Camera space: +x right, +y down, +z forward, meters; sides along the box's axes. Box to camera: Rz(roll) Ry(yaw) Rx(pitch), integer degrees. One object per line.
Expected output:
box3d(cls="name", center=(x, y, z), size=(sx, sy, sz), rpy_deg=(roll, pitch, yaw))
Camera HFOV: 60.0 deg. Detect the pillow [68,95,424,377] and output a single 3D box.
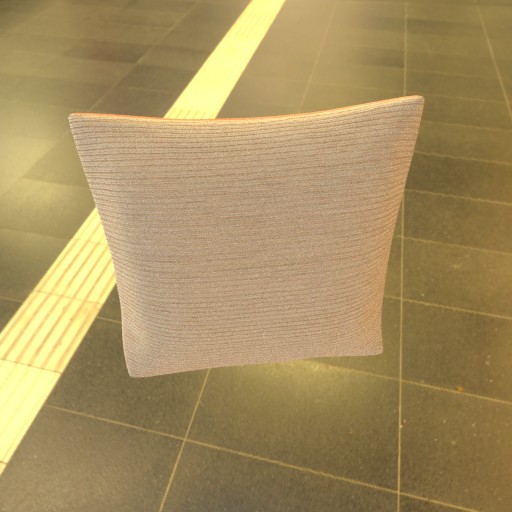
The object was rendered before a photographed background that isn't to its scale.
box3d(cls="pillow", center=(0.000, 0.000, 0.629), size=(0.424, 0.401, 0.177), rpy_deg=(-4, 46, -4))
